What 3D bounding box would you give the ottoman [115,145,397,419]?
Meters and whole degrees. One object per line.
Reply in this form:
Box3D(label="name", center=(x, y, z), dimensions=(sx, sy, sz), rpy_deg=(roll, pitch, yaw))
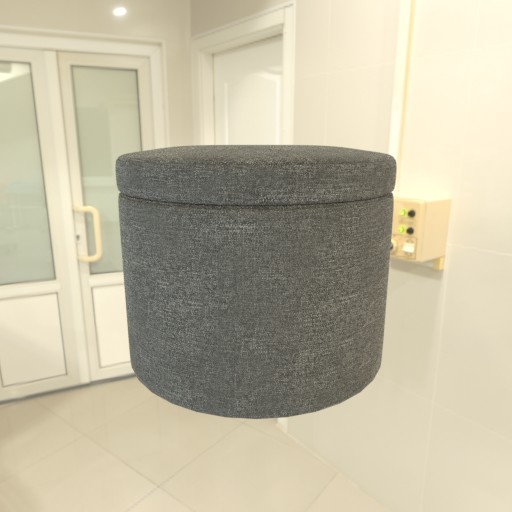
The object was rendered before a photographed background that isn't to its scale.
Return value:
Box3D(label="ottoman", center=(0.000, 0.000, 0.864), dimensions=(0.500, 0.419, 0.500), rpy_deg=(0, 14, 0))
